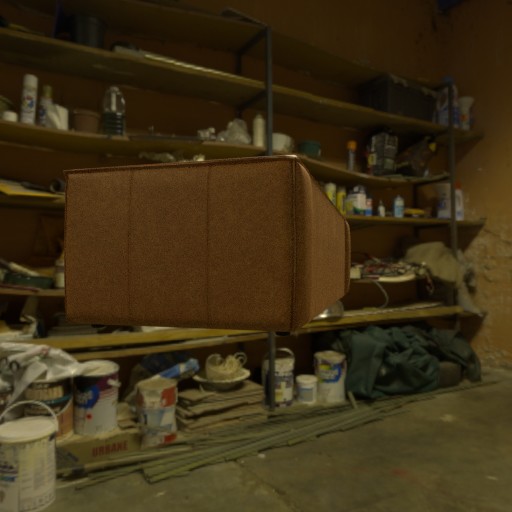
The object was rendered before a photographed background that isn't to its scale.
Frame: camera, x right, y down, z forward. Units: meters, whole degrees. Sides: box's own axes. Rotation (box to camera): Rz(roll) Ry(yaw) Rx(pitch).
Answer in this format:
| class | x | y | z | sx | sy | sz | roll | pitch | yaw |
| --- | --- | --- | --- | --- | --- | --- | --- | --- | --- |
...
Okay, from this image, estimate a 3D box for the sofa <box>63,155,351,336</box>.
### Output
| class | x | y | z | sx | sy | sz | roll | pitch | yaw |
| --- | --- | --- | --- | --- | --- | --- | --- | --- | --- |
| sofa | 0.000 | 0.000 | 2.993 | 1.102 | 0.701 | 2.581 | 0 | -1 | 16 |
